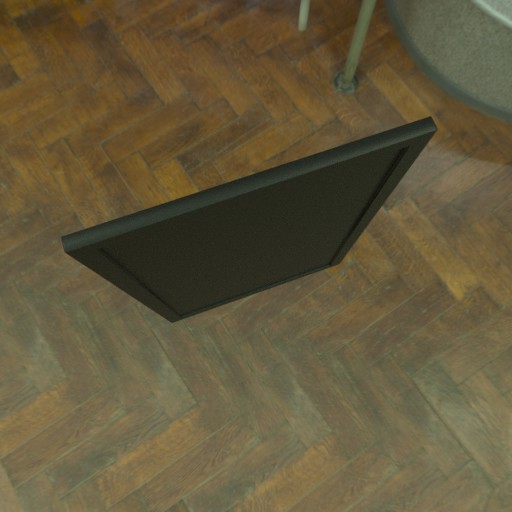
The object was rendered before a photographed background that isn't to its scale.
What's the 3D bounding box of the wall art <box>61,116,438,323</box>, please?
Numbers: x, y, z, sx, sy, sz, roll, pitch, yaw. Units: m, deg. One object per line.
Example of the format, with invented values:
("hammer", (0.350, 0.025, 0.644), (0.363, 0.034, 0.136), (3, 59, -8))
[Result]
("wall art", (0.000, 0.000, 0.548), (0.303, 0.431, 0.013), (-19, 75, -5))
